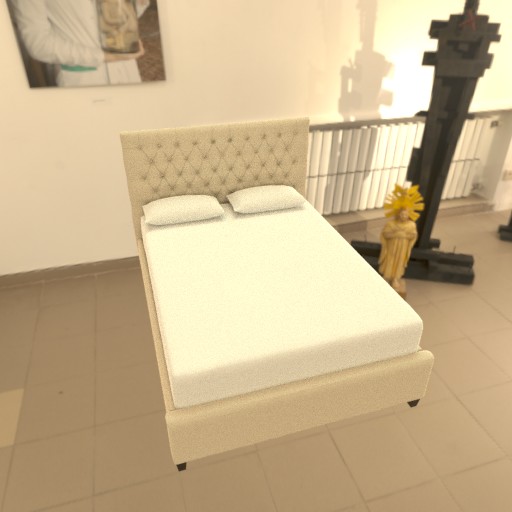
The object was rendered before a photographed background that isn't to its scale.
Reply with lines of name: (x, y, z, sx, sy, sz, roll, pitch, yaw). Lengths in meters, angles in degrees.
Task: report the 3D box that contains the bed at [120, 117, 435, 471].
bed: (0.000, 0.000, 3.333, 1.696, 1.426, 2.233, -9, 33, -15)
